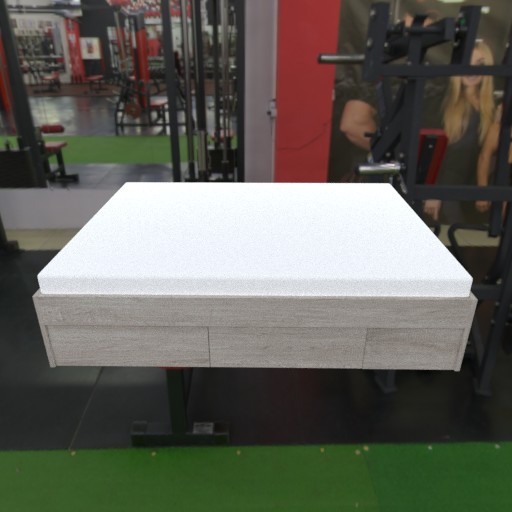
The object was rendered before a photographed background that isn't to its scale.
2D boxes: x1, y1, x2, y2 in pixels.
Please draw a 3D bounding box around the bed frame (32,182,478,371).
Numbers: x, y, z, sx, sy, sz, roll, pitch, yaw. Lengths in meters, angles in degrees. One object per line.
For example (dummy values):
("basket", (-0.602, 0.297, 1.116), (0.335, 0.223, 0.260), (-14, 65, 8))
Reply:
("bed frame", (0.000, 0.000, 2.650), (1.944, 0.490, 1.448), (0, 26, 1))
